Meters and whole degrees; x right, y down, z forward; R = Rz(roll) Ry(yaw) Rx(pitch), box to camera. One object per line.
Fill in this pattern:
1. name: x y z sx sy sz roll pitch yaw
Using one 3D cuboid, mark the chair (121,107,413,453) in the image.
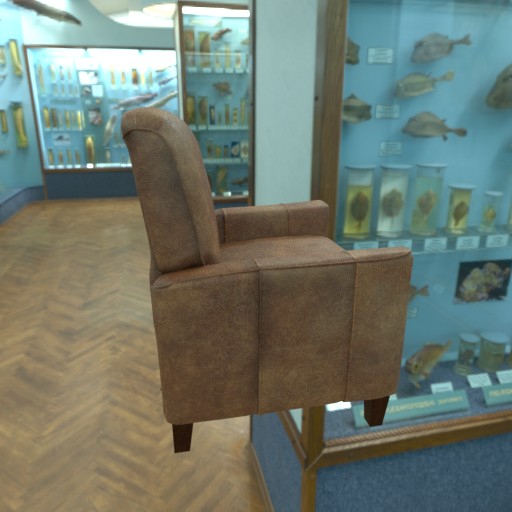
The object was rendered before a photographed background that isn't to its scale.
1. chair: 0.000 0.000 1.644 0.836 1.043 0.843 -4 18 -11
